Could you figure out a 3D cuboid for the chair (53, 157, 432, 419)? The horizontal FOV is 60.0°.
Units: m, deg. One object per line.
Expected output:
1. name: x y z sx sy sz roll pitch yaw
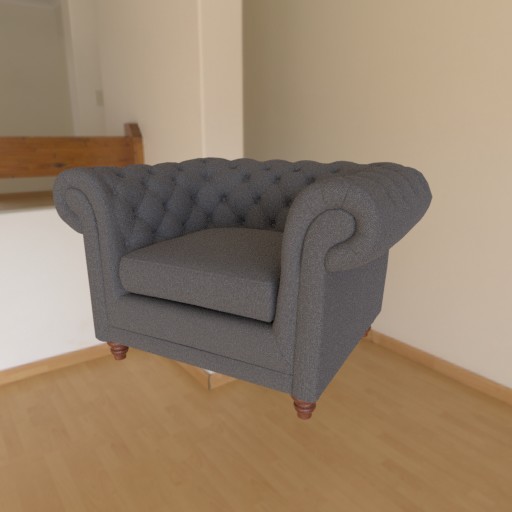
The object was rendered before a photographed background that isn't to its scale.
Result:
1. chair: 0.000 0.000 1.868 1.270 0.770 0.976 8 17 28
